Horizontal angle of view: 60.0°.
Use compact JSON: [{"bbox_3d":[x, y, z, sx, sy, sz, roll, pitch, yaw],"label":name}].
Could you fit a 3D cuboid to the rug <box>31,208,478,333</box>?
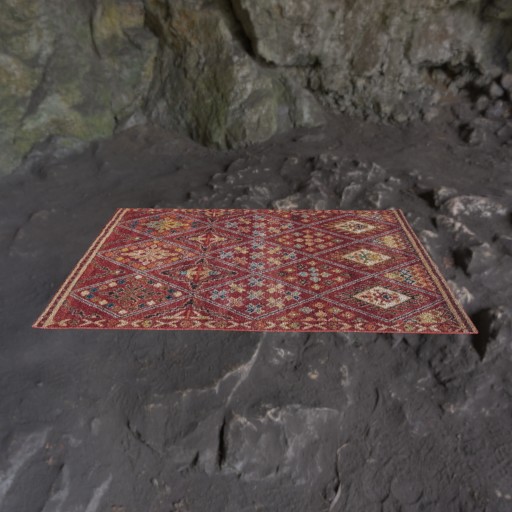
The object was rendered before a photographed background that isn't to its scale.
[{"bbox_3d":[0.000,0.000,2.911,2.286,0.026,1.521,1,30,1],"label":"rug"}]
